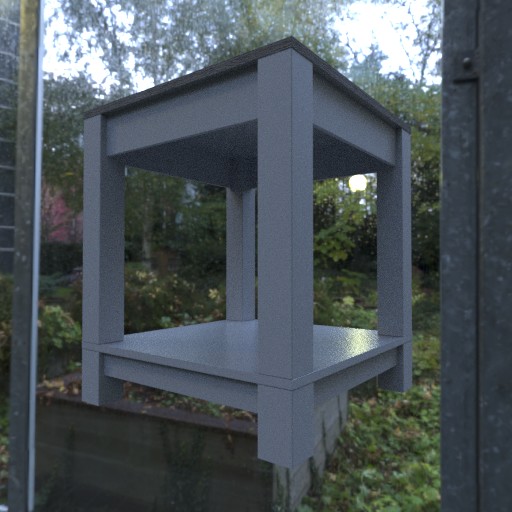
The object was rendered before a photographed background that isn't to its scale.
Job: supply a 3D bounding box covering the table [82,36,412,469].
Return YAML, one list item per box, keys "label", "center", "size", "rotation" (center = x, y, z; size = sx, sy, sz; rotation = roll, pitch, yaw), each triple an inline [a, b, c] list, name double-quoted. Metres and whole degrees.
- label: "table"
  center: [0.000, 0.000, 0.952]
  size: [0.504, 0.587, 0.506]
  rotation: [-1, -1, 37]
